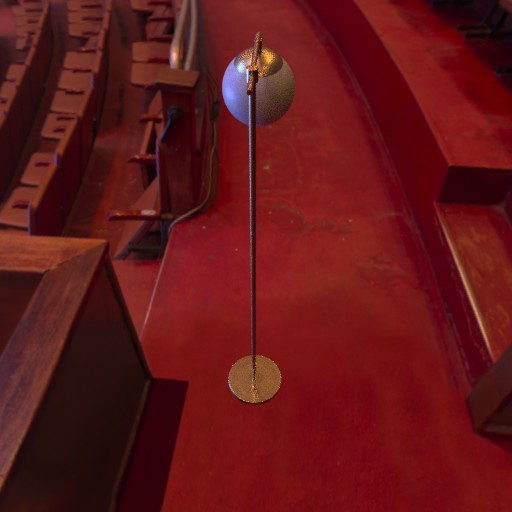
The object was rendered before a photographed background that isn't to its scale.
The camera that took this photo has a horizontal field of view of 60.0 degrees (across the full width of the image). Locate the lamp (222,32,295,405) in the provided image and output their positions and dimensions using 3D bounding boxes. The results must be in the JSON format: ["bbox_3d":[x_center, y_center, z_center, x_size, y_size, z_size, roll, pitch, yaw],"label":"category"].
[{"bbox_3d":[0.000,0.000,1.639,0.249,1.505,0.476,2,45,2],"label":"lamp"}]
